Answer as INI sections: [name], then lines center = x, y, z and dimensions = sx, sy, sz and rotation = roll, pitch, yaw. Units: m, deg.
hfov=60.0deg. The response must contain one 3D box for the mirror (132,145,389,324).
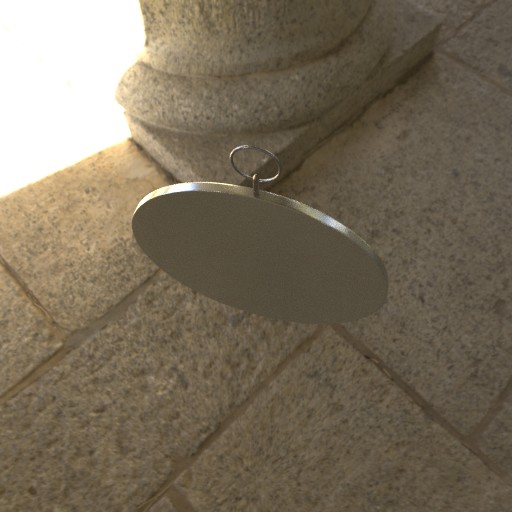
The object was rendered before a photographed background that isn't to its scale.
[mirror]
center = 0.000, 0.000, 0.975
dimensions = 0.594, 0.713, 0.020
rotation = 14, 64, 7
